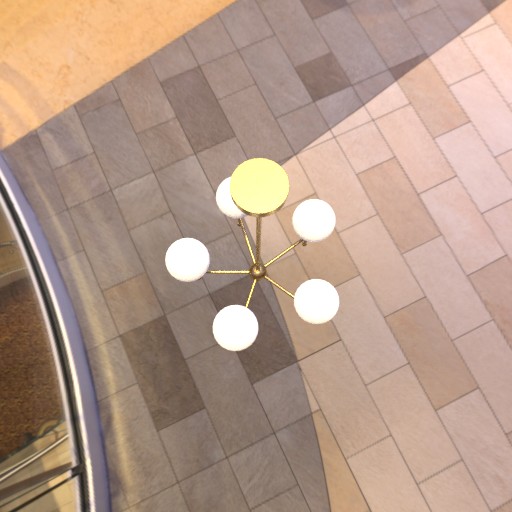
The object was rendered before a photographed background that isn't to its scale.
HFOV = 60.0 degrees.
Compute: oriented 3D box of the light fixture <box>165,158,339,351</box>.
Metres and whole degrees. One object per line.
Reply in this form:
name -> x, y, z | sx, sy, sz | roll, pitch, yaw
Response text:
light fixture -> 0.000, 0.000, 1.834 | 0.815, 1.331, 0.785 | 18, 77, 4
